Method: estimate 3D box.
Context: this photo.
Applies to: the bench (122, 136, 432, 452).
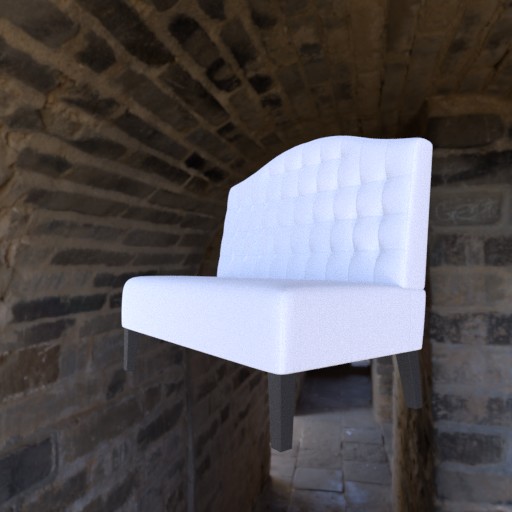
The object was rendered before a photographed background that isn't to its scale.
[{"bbox_3d":[0.000,0.000,2.050,0.815,1.180,1.335,1,-2,-36],"label":"bench"}]
